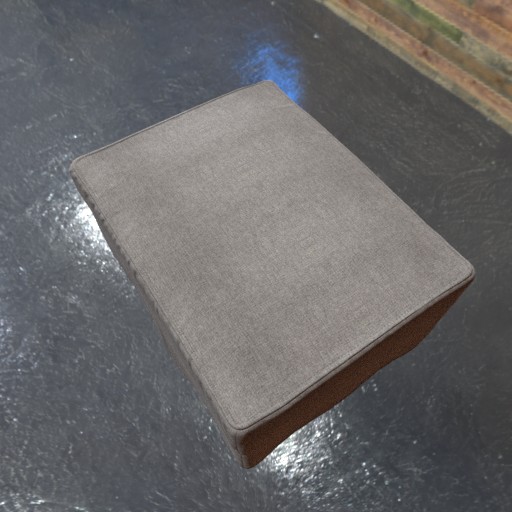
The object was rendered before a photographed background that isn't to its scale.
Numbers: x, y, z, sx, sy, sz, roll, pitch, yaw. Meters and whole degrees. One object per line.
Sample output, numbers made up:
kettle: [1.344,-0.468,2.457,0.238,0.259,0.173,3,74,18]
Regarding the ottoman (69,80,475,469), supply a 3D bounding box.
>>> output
ottoman: [0.000,0.000,1.221,0.652,0.492,0.833,-30,63,-17]
